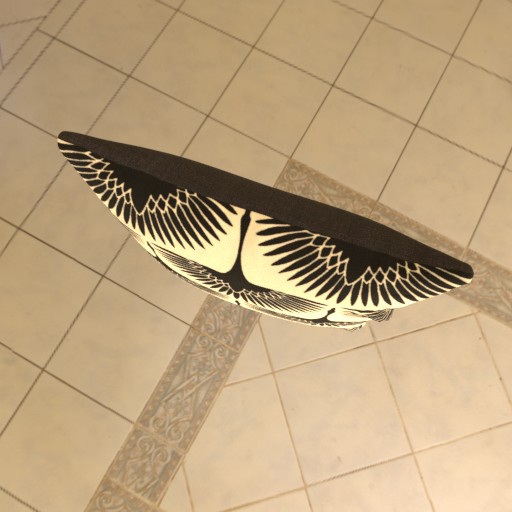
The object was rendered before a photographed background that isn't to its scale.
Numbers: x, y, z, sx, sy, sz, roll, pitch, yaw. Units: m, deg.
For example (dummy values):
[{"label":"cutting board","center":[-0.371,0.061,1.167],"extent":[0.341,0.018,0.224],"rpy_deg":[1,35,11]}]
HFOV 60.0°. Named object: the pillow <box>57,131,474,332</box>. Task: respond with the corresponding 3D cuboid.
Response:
[{"label":"pillow","center":[0.000,0.000,0.635],"extent":[0.432,0.432,0.139],"rpy_deg":[19,77,5]}]
